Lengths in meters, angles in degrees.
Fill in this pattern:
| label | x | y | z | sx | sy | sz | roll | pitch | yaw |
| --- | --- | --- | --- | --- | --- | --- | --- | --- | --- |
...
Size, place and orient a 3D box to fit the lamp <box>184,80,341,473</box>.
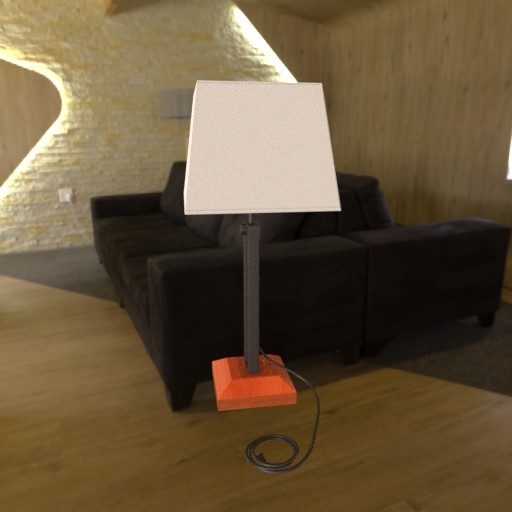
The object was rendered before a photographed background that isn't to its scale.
| label | x | y | z | sx | sy | sz | roll | pitch | yaw |
| --- | --- | --- | --- | --- | --- | --- | --- | --- | --- |
| lamp | 0.000 | 0.000 | 0.993 | 0.310 | 0.737 | 0.498 | -2 | 15 | -9 |
